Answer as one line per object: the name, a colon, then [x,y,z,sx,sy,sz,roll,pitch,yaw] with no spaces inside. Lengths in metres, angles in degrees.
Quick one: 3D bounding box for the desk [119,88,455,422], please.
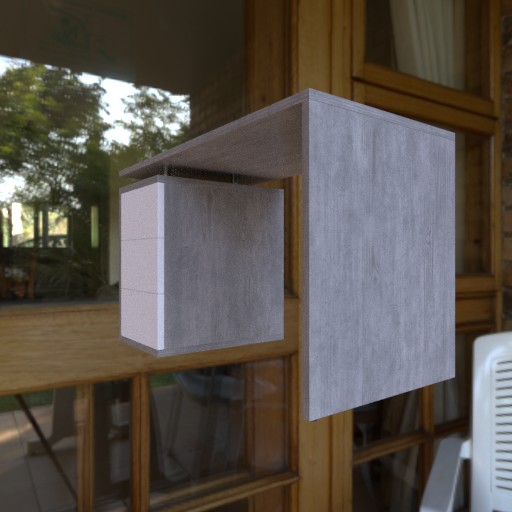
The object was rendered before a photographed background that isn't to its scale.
desk: [0.000,0.000,1.636,0.600,0.740,1.200,0,0,-37]
